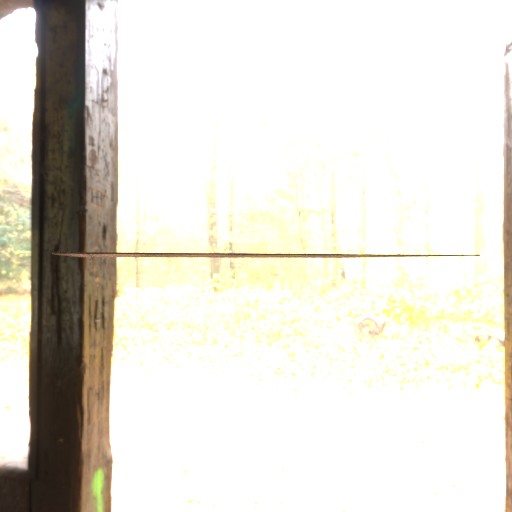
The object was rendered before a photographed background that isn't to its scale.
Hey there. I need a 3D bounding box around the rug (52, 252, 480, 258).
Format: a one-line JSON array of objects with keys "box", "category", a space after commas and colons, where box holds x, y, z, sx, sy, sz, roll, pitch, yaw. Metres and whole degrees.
[{"box": [0.000, 0.000, 3.093, 2.440, 0.010, 1.545, 0, -1, -18], "category": "rug"}]
